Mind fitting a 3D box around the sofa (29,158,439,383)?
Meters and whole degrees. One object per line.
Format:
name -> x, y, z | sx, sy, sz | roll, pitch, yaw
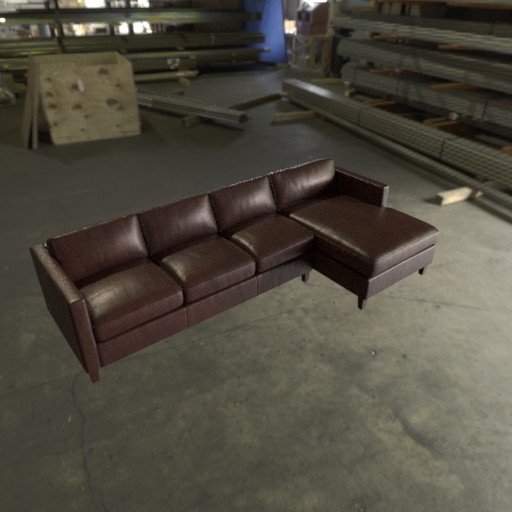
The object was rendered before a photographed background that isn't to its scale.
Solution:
sofa -> 0.000, 0.000, 3.862 | 3.203, 0.883, 1.581 | -22, 38, -32
